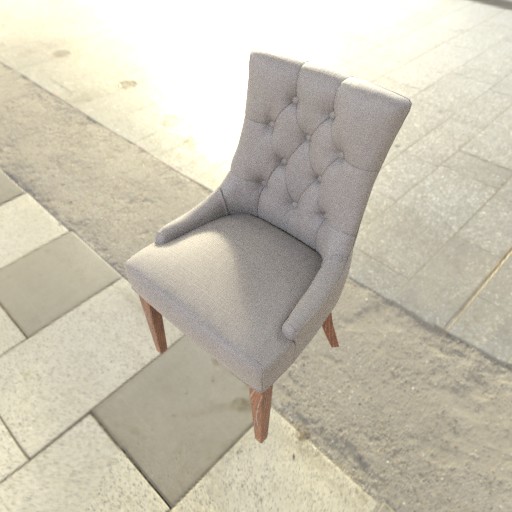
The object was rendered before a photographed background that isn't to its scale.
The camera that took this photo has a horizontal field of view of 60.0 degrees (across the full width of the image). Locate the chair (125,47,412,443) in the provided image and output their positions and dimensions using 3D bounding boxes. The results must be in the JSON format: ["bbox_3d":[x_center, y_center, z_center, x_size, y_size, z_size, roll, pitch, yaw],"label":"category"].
[{"bbox_3d":[0.000,0.000,1.211,0.509,0.874,0.565,33,54,28],"label":"chair"}]
